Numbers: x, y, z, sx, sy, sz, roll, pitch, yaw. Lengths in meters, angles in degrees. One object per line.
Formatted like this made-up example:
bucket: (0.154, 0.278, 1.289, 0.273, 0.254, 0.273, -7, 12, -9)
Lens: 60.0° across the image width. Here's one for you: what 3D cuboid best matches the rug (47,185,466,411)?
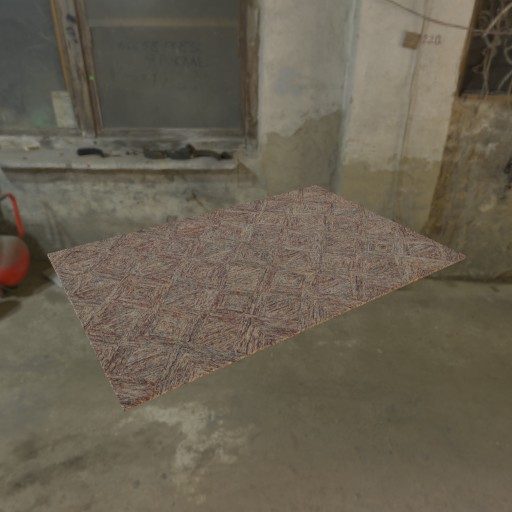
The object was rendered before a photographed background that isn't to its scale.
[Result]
rug: (0.000, 0.000, 2.903, 2.285, 0.019, 1.523, -18, 35, -28)
